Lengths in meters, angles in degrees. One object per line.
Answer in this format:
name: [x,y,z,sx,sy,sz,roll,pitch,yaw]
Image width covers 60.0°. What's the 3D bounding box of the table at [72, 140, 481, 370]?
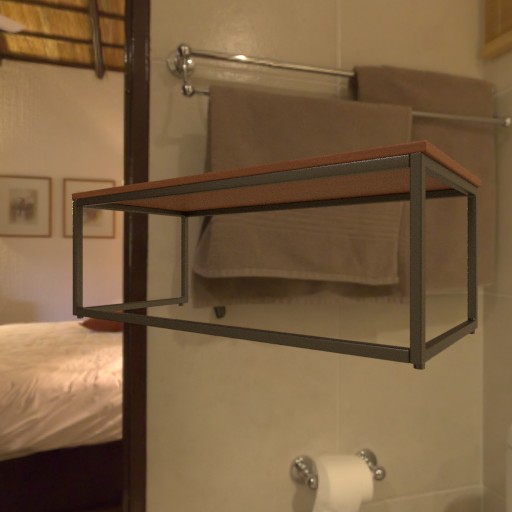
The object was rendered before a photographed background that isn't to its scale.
table: [0.000,0.000,1.289,1.100,0.400,0.500,0,0,37]
